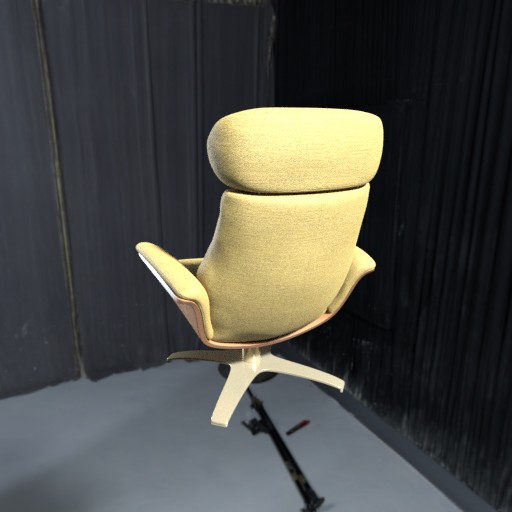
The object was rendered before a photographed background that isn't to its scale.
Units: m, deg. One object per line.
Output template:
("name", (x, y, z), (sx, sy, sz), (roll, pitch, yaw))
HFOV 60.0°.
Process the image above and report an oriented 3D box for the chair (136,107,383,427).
("chair", (0.000, 0.000, 1.618), (0.785, 0.995, 0.837), (-8, 18, -26))
